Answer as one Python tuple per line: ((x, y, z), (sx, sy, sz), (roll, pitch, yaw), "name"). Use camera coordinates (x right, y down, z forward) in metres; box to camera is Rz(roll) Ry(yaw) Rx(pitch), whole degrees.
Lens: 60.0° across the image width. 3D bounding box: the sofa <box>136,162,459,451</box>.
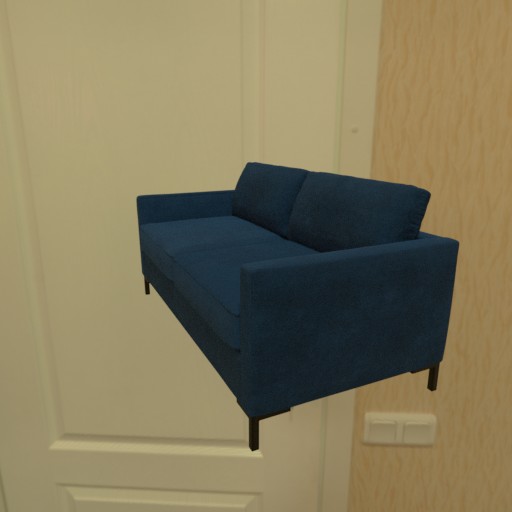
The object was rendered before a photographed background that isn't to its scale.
((0.000, 0.000, 2.198), (0.875, 0.817, 1.676), (-8, 18, -25), "sofa")
